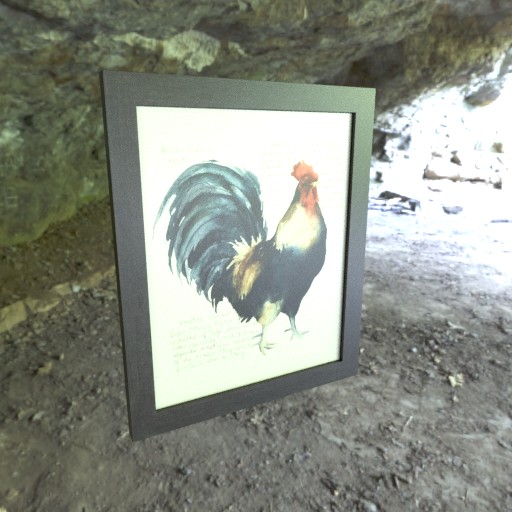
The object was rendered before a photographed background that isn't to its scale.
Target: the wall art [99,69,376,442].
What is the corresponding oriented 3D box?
[{"bbox_3d":[0.000,0.000,0.786,0.479,0.580,0.027,-8,16,-27],"label":"wall art"}]
